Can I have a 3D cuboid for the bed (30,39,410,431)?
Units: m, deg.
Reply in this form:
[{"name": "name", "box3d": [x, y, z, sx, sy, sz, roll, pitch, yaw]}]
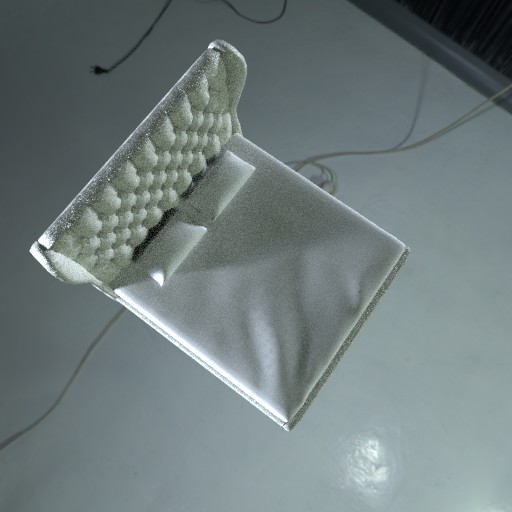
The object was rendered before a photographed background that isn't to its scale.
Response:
[{"name": "bed", "box3d": [0.000, 0.000, 3.923, 2.347, 1.771, 2.219, 35, 78, 8]}]
